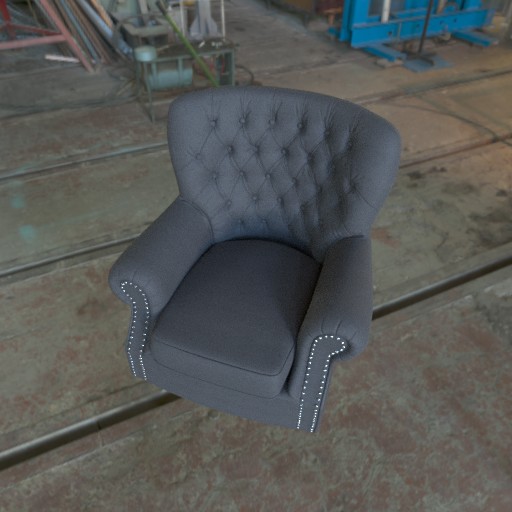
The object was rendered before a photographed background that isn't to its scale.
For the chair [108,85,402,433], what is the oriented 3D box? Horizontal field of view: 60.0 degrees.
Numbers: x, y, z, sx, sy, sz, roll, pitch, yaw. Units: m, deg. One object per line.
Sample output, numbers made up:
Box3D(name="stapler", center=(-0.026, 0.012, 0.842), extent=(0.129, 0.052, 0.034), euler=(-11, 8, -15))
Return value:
Box3D(name="chair", center=(0.000, 0.000, 1.792), extent=(0.983, 1.046, 0.983), euler=(13, 43, 14))
